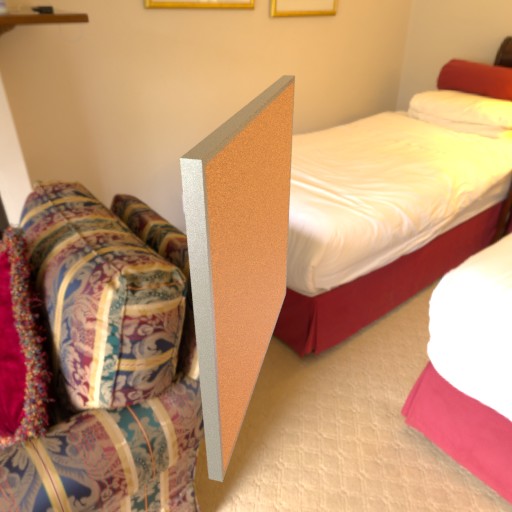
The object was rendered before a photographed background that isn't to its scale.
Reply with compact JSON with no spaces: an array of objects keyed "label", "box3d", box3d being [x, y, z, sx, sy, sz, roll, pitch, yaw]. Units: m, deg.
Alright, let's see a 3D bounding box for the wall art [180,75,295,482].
[{"label":"wall art","box3d":[0.000,0.000,1.212,0.038,0.807,0.809,7,32,12]}]
